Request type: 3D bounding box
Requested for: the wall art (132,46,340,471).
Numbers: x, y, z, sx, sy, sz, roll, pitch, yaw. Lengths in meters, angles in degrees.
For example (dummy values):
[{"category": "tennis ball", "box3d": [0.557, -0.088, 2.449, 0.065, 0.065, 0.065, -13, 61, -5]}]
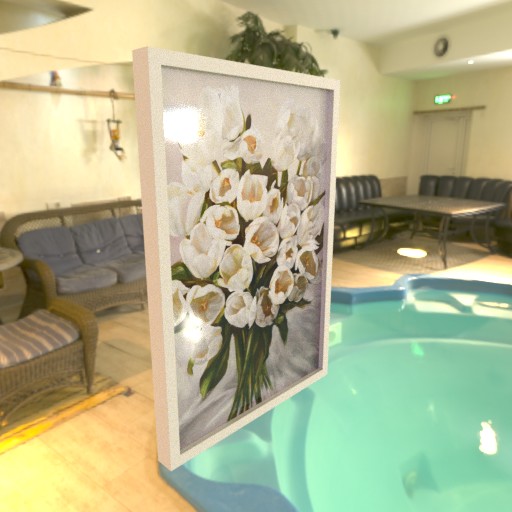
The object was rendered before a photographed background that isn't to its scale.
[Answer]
[{"category": "wall art", "box3d": [0.000, 0.000, 0.542, 0.025, 0.428, 0.293, 13, 19, 42]}]
